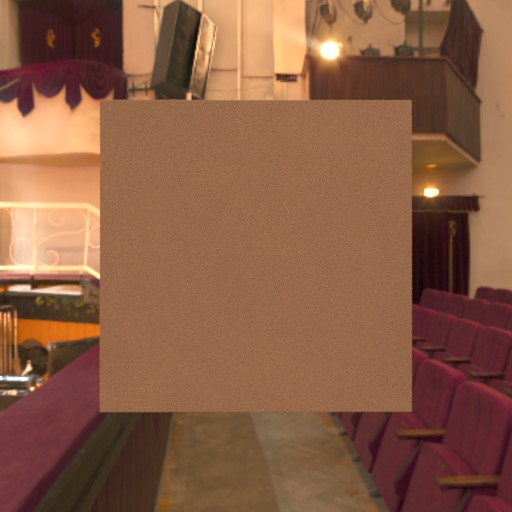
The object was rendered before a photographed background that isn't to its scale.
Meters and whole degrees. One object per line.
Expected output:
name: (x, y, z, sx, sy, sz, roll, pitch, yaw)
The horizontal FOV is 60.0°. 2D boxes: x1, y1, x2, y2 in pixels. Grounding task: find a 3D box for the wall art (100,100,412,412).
wall art: (0.000, 0.000, 0.451, 0.305, 0.305, 0.038, 0, 0, 0)
